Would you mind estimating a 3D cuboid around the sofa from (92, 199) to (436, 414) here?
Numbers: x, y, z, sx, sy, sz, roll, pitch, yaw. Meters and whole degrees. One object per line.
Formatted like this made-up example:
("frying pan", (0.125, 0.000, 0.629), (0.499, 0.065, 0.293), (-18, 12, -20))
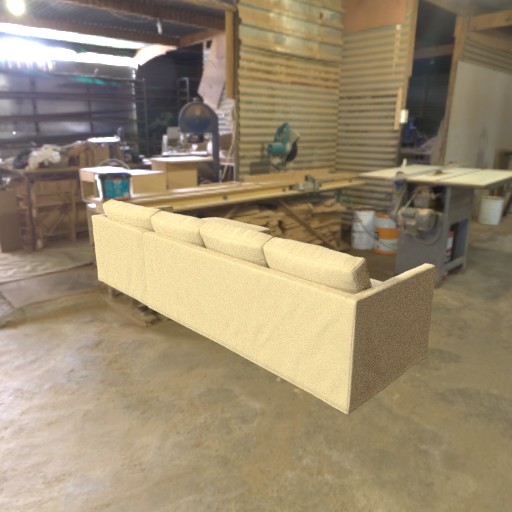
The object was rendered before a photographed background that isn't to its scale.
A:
("sofa", (0.000, 0.000, 3.993), (1.622, 0.871, 3.206), (-15, 22, -42))
